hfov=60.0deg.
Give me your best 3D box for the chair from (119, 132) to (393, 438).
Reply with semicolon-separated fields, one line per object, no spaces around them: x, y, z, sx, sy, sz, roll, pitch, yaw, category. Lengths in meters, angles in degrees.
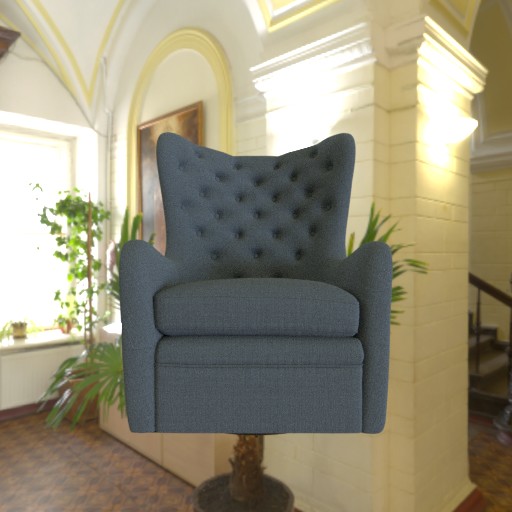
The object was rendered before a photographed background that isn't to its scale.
0.000;0.000;1.722;0.831;1.079;0.930;0;0;0;chair
